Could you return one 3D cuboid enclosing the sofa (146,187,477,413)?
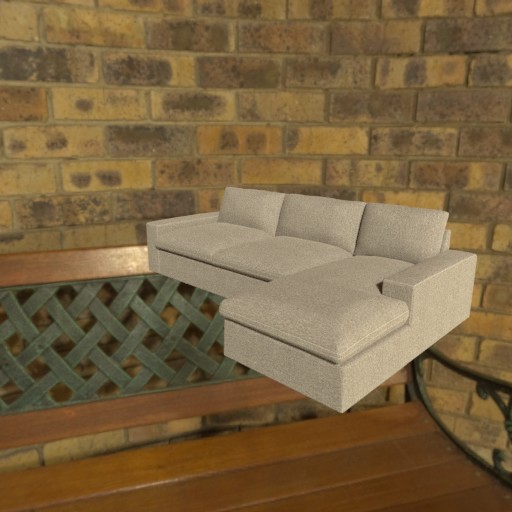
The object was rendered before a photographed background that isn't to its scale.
[{"bbox_3d":[0.000,0.000,3.477,2.718,0.813,1.689,14,20,43],"label":"sofa"}]
